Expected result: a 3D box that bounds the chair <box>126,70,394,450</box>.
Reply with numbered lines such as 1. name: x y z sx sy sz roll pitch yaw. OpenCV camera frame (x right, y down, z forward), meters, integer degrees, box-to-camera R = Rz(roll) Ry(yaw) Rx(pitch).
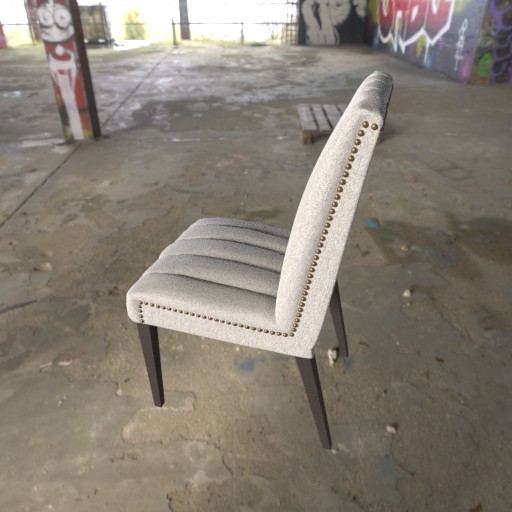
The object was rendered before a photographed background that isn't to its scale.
1. chair: 0.000 0.000 1.342 0.647 1.016 0.511 9 32 15
